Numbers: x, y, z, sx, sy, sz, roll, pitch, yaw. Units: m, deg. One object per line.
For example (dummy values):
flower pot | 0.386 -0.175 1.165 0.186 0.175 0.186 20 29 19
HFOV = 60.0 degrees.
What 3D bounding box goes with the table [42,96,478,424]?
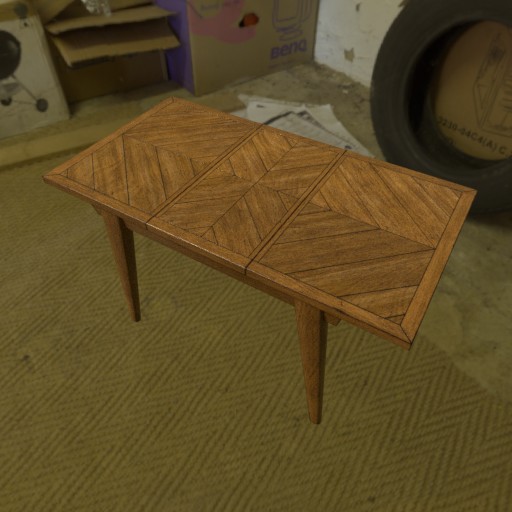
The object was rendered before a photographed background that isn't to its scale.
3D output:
table | 0.000 0.000 1.887 1.400 0.760 0.757 24 50 21
